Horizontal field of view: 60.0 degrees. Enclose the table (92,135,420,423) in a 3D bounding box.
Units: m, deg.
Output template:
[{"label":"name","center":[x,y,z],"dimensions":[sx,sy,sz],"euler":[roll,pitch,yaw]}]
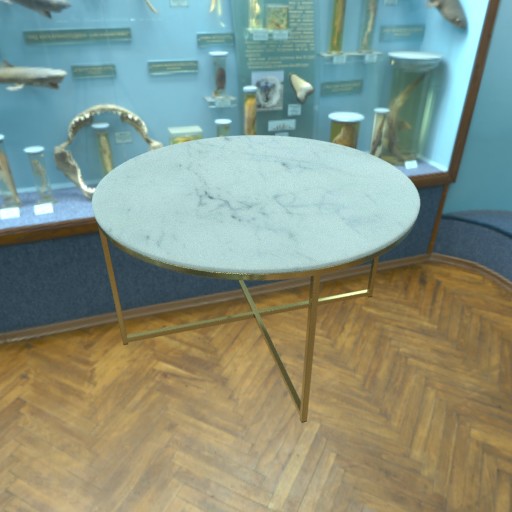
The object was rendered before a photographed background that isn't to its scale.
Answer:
[{"label":"table","center":[0.000,0.000,1.248],"dimensions":[0.800,0.450,0.800],"euler":[0,32,0]}]
